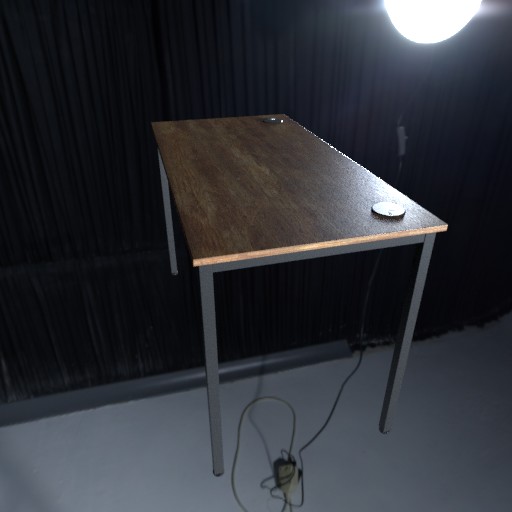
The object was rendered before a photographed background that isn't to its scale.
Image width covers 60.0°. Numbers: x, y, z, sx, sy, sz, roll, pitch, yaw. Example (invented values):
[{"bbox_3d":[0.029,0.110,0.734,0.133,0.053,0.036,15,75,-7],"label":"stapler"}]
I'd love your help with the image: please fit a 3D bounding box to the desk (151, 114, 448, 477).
[{"bbox_3d":[0.000,0.000,1.653,0.600,0.749,1.200,-8,31,-13],"label":"desk"}]
